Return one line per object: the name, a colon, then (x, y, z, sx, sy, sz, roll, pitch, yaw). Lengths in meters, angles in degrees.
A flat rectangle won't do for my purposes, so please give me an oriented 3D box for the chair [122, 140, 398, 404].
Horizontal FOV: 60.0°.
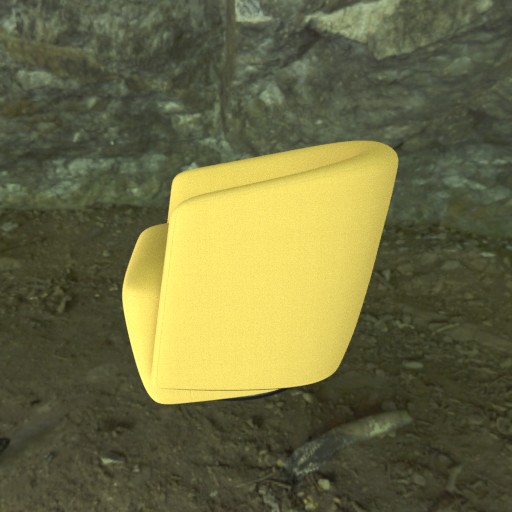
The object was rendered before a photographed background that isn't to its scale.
chair: (0.000, 0.000, 1.388, 0.767, 0.698, 0.773, -3, 15, -10)
